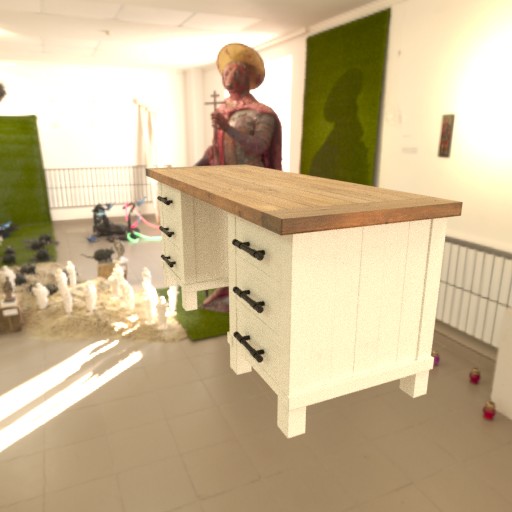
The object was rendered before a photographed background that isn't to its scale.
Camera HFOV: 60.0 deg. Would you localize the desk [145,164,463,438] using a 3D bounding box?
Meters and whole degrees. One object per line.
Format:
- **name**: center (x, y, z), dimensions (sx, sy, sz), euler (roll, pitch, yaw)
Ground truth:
- **desk**: center (0.000, 0.000, 2.237), dimensions (0.688, 0.760, 1.803), euler (-7, 18, -24)
